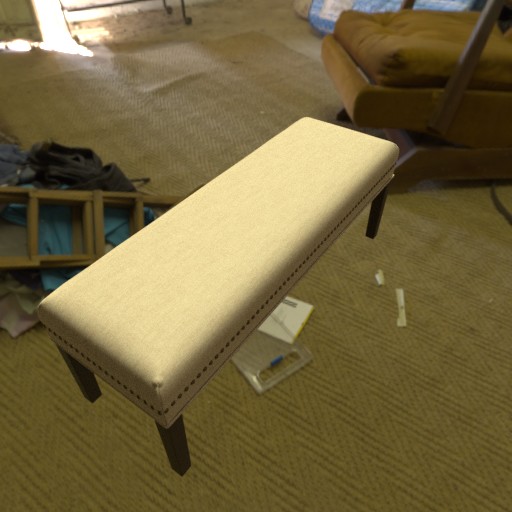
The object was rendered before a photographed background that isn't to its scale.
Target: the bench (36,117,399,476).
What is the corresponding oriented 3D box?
[{"bbox_3d":[0.000,0.000,1.431,0.410,0.457,1.219,26,48,25],"label":"bench"}]
